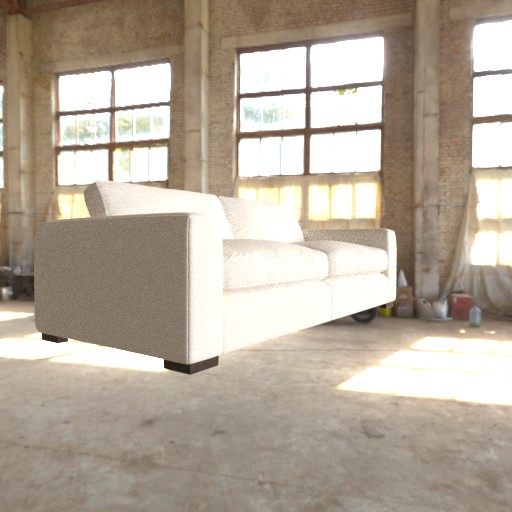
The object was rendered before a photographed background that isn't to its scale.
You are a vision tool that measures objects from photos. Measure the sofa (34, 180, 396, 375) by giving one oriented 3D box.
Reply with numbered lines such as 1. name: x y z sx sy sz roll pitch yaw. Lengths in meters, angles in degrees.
1. sofa: 0.000 0.000 2.754 1.070 0.801 2.262 1 2 36
